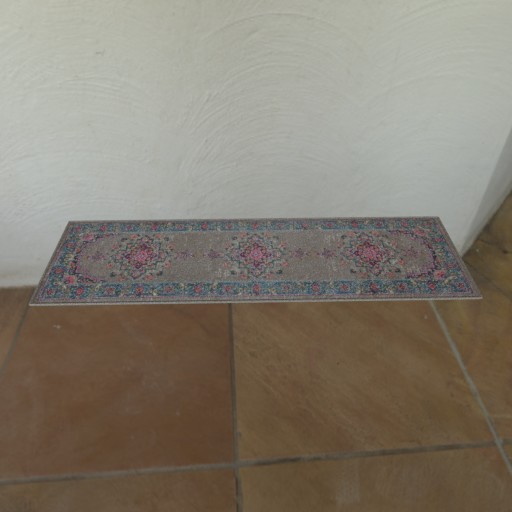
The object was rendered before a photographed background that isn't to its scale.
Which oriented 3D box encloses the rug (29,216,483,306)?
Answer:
[{"bbox_3d":[0.000,0.000,1.983,1.827,0.012,0.553,-1,42,-1],"label":"rug"}]
